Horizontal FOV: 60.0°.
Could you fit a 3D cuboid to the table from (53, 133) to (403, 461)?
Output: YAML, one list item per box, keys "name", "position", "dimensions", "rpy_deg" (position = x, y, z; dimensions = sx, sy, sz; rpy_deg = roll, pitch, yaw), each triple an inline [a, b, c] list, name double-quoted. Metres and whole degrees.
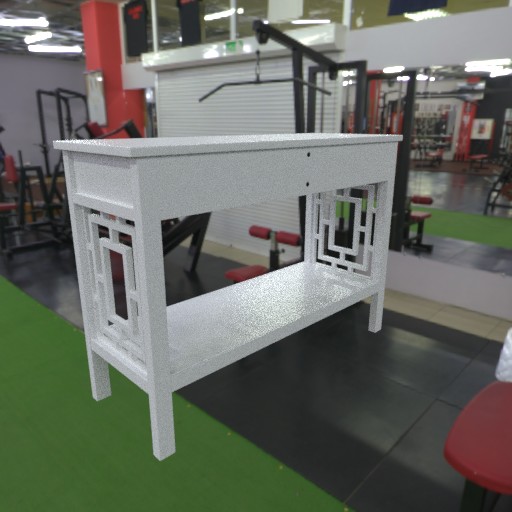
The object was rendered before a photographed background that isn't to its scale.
- name: "table"
  position: [0.000, 0.000, 1.456]
  dimensions: [1.068, 0.753, 0.397]
  rpy_deg: [-16, 23, -42]
